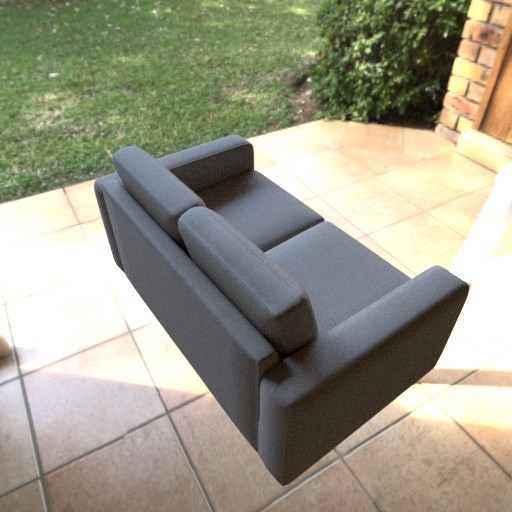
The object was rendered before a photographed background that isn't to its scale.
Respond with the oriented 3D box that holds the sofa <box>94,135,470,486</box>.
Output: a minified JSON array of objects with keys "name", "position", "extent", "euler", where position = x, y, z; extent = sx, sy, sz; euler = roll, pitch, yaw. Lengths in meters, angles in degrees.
[{"name":"sofa","position":[0.000,0.000,2.007],"extent":[0.900,0.800,1.540],"euler":[-26,47,-26]}]
